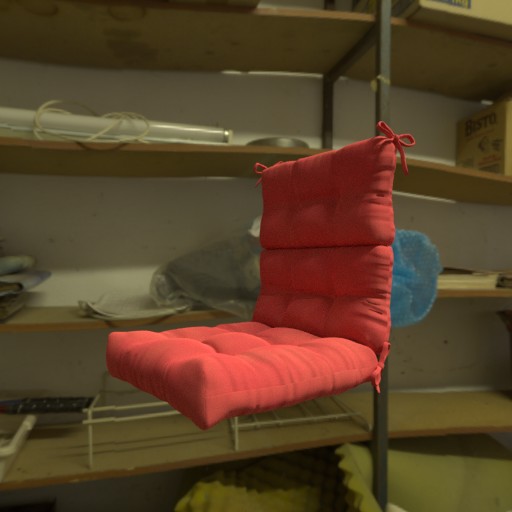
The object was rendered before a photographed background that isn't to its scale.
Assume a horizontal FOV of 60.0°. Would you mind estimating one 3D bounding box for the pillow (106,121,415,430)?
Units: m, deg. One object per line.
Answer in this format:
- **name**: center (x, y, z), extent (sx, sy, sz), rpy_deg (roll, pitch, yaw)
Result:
- **pillow**: center (0.000, 0.000, 1.043), extent (0.571, 0.605, 0.519), rpy_deg (1, -1, -36)
